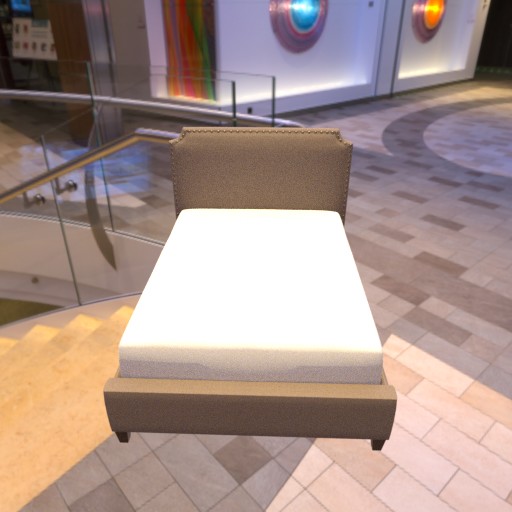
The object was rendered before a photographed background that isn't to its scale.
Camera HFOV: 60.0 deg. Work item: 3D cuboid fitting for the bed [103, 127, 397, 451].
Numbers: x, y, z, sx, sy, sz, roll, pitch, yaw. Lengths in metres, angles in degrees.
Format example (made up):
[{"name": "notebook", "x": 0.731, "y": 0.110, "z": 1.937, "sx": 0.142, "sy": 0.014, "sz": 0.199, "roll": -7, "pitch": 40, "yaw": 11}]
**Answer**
[{"name": "bed", "x": 0.000, "y": 0.000, "z": 3.415, "sx": 1.713, "sy": 1.443, "sz": 2.372, "roll": 1, "pitch": 29, "yaw": 2}]
